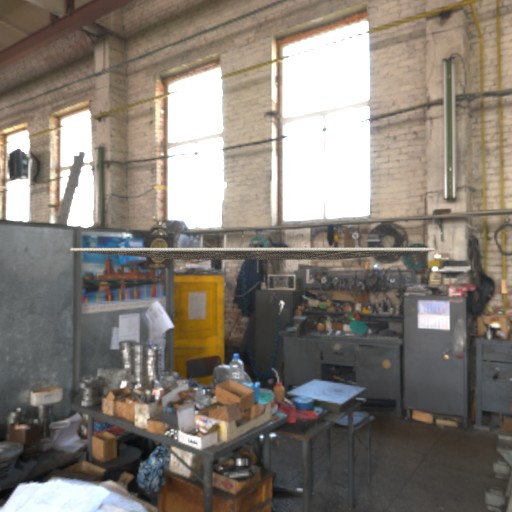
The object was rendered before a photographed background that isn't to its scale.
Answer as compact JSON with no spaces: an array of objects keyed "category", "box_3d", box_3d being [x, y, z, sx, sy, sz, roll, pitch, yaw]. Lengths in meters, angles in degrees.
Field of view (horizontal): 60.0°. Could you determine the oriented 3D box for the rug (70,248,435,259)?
[{"category":"rug","box_3d":[0.000,0.000,2.978,1.528,0.014,2.294,0,-1,1]}]
